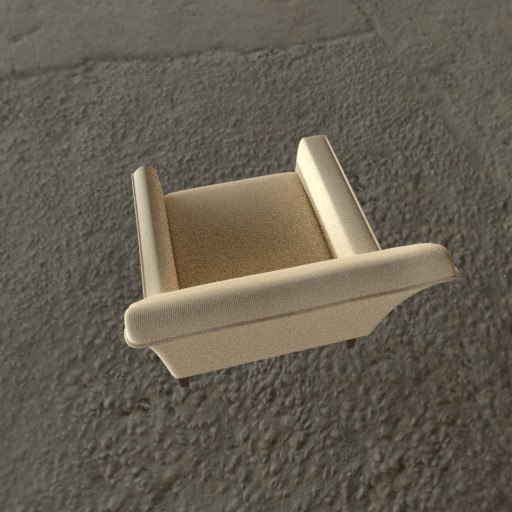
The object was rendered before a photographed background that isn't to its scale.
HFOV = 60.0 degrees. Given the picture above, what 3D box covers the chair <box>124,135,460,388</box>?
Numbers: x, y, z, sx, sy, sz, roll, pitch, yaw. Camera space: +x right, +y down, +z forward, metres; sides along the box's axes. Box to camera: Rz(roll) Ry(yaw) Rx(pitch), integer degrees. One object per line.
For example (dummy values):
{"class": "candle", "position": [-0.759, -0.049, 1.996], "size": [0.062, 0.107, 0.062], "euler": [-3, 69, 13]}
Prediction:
{"class": "chair", "position": [0.000, 0.000, 1.569], "size": [0.780, 0.919, 0.899], "euler": [-11, 57, -8]}
